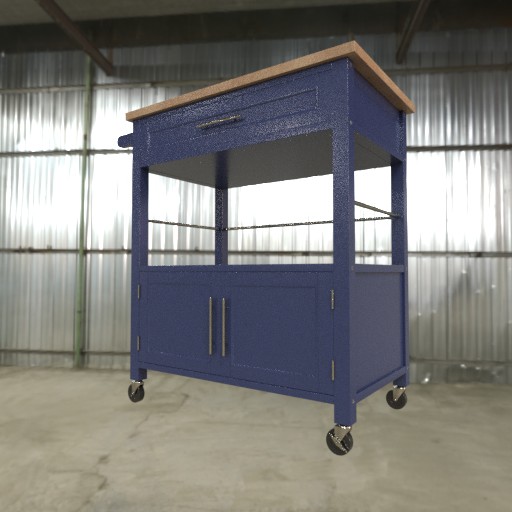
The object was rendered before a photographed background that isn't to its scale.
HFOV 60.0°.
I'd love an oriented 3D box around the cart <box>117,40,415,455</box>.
[{"bbox_3d":[0.000,0.000,1.366,0.840,0.901,0.459,-1,-2,35],"label":"cart"}]
